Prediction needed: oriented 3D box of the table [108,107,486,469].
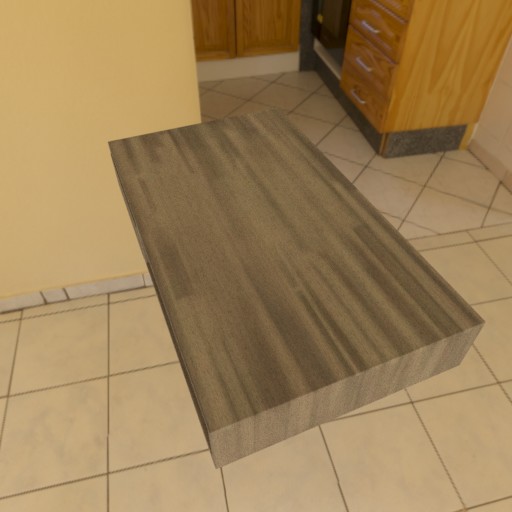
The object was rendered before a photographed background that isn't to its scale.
[{"bbox_3d":[0.000,0.000,1.363,0.643,0.347,1.088,-17,47,-16],"label":"table"}]
